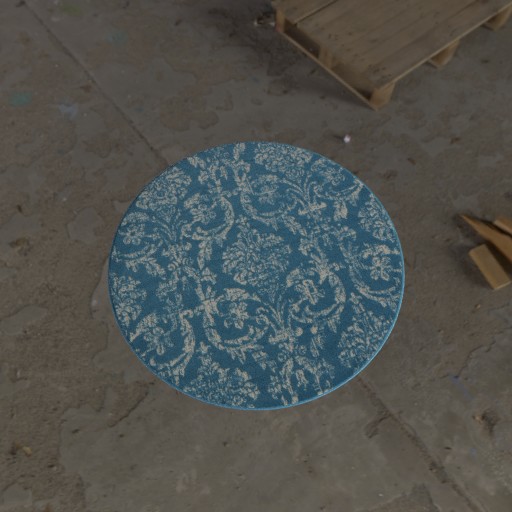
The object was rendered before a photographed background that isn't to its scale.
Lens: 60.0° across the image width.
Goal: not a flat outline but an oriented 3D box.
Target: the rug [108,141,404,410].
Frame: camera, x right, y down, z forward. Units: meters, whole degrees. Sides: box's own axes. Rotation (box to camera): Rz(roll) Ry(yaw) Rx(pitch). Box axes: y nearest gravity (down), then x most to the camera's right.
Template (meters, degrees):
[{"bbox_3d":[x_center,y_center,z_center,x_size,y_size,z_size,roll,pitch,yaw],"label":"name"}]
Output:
[{"bbox_3d":[0.000,0.000,2.405,1.593,0.012,1.593,0,63,0],"label":"rug"}]
